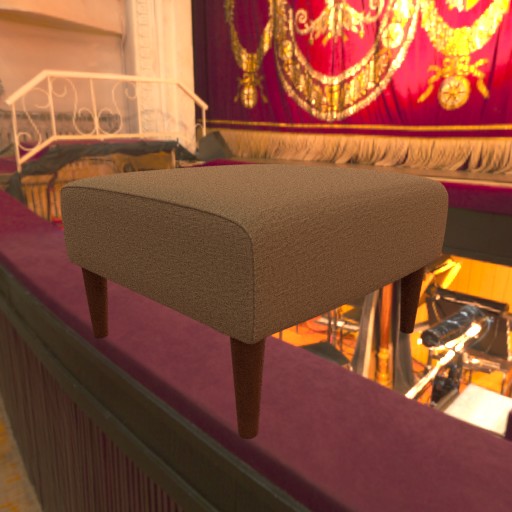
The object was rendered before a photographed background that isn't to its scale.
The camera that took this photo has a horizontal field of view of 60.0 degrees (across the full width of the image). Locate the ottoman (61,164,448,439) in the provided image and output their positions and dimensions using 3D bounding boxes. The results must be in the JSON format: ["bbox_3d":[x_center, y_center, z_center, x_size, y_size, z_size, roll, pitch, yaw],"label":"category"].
[{"bbox_3d":[0.000,0.000,1.043,0.649,0.398,0.650,15,21,43],"label":"ottoman"}]
